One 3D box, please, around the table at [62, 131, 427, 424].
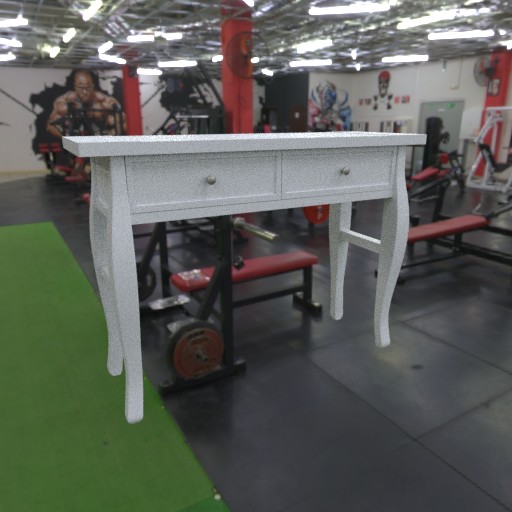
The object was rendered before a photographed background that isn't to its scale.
[{"bbox_3d":[0.000,0.000,1.463,1.062,0.768,0.373,-9,19,-26],"label":"table"}]
